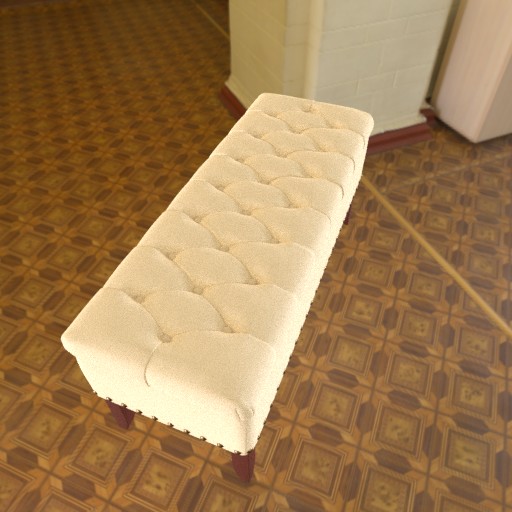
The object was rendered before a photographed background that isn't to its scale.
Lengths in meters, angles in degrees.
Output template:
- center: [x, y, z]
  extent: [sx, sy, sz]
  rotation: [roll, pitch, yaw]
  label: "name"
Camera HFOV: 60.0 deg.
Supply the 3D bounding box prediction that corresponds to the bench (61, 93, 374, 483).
- center: [0.000, 0.000, 1.266]
  extent: [0.400, 0.470, 1.054]
  rotation: [16, 49, 15]
  label: "bench"
